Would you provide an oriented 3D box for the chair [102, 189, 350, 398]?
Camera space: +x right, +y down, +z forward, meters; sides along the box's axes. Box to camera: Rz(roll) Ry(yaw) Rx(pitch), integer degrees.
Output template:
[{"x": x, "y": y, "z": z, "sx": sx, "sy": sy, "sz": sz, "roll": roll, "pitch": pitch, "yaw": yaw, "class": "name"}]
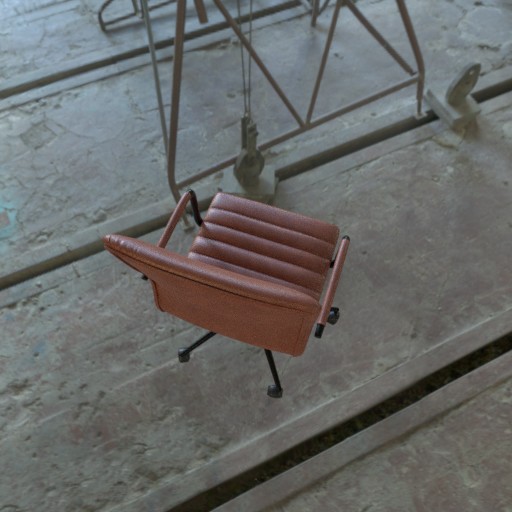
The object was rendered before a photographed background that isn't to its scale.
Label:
[{"x": 0.000, "y": 0.000, "z": 1.262, "sx": 0.600, "sy": 0.878, "sz": 0.578, "roll": 17, "pitch": 65, "yaw": 9, "class": "chair"}]
